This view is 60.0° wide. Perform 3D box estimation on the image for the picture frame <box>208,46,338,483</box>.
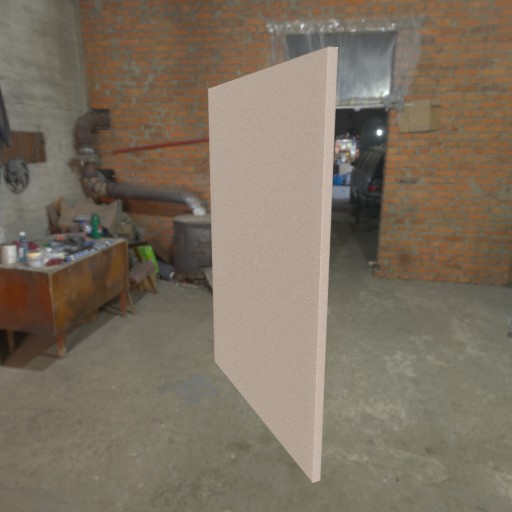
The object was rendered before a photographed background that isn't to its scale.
[{"bbox_3d":[0.000,0.000,0.692,0.012,0.534,0.381,-6,15,-24],"label":"picture frame"}]
